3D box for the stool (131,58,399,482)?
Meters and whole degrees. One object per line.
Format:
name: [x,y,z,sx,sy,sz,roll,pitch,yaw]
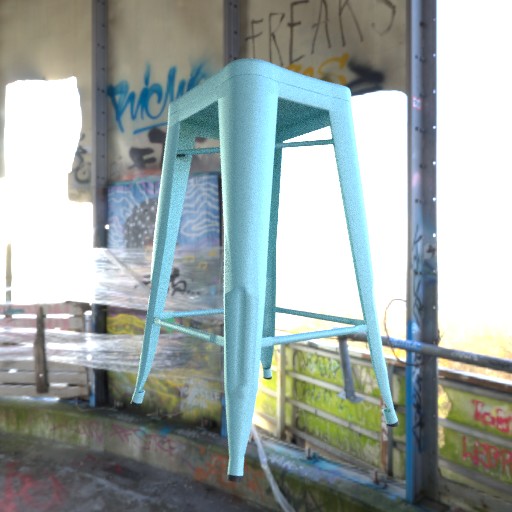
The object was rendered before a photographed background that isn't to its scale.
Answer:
stool: [0.000,0.000,0.851,0.359,0.609,0.399,0,0,-36]
